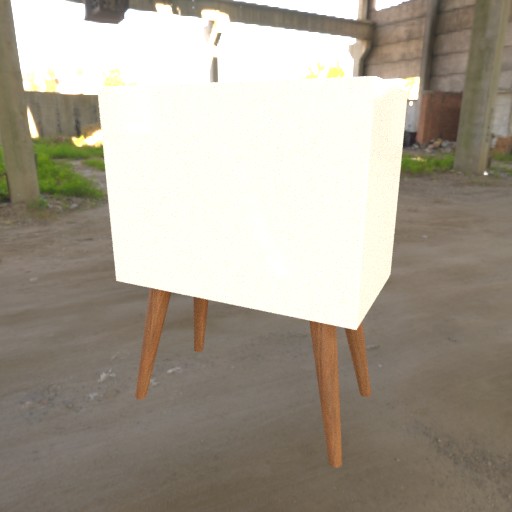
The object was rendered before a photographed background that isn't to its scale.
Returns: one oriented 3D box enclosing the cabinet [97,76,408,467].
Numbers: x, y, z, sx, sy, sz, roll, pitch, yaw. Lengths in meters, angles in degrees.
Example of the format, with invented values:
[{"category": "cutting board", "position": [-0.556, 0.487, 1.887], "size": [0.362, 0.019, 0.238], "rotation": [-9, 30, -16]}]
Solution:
[{"category": "cabinet", "position": [0.000, 0.000, 1.085], "size": [0.591, 0.772, 0.344], "rotation": [8, 19, 25]}]
